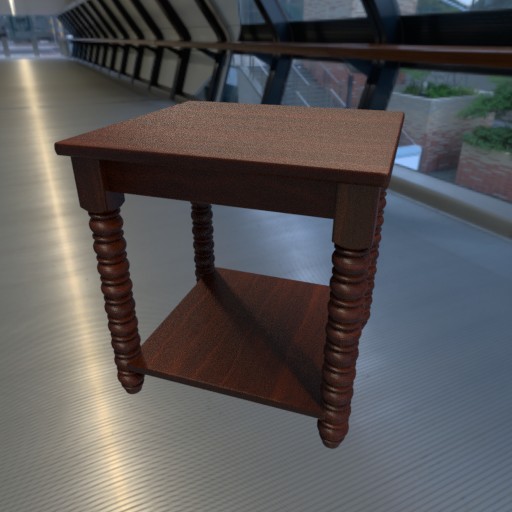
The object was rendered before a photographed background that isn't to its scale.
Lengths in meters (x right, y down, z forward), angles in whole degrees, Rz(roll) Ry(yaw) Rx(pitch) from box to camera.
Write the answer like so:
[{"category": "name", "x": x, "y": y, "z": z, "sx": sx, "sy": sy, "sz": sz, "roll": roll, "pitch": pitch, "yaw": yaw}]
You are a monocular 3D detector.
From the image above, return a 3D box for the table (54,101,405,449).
[{"category": "table", "x": 0.000, "y": 0.000, "z": 0.981, "sx": 0.533, "sy": 0.567, "sz": 0.500, "roll": 9, "pitch": 29, "yaw": 17}]
